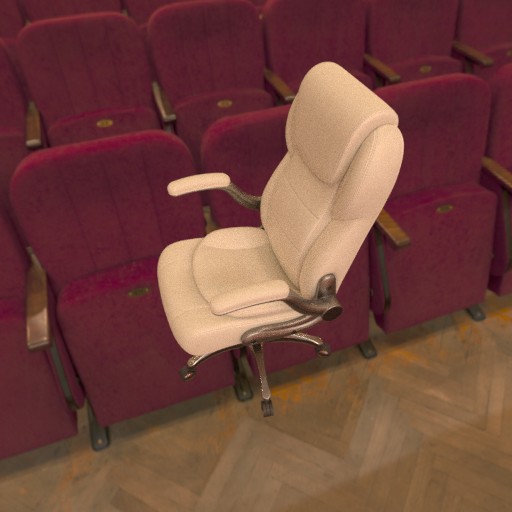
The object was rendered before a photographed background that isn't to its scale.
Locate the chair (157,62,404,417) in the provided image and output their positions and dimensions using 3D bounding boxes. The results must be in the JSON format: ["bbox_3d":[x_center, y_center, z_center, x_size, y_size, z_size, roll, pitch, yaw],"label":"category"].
[{"bbox_3d":[0.000,0.000,1.803,0.806,1.330,0.755,-14,46,-14],"label":"chair"}]
